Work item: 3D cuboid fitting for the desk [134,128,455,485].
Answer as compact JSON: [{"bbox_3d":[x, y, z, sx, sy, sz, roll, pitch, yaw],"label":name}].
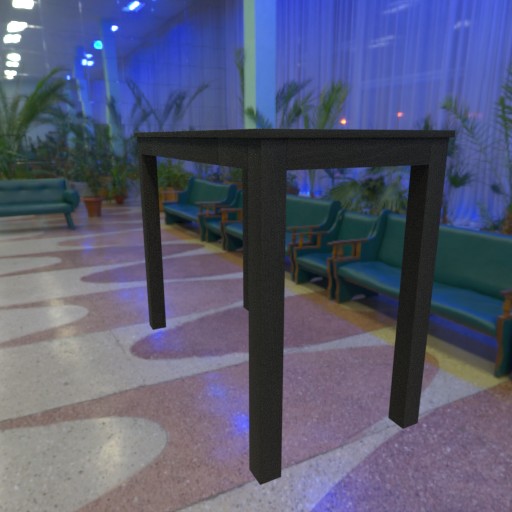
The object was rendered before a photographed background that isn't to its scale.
[{"bbox_3d":[0.000,0.000,1.410,0.499,0.762,0.991,-8,17,-26],"label":"desk"}]
